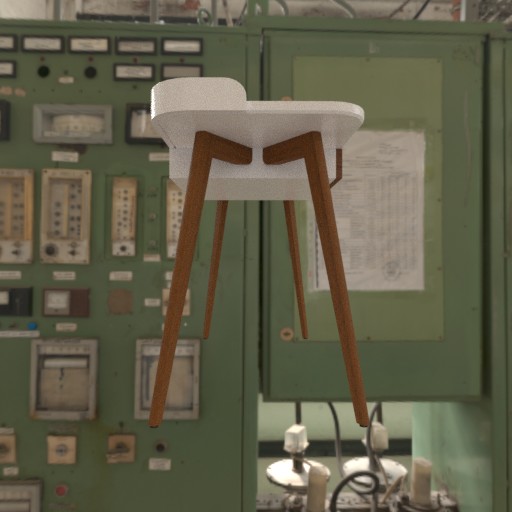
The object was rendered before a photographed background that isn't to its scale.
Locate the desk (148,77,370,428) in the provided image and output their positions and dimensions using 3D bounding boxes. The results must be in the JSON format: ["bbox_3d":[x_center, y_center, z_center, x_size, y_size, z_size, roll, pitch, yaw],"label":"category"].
[{"bbox_3d":[0.000,0.000,1.611,0.534,0.807,1.206,0,0,-1],"label":"desk"}]
